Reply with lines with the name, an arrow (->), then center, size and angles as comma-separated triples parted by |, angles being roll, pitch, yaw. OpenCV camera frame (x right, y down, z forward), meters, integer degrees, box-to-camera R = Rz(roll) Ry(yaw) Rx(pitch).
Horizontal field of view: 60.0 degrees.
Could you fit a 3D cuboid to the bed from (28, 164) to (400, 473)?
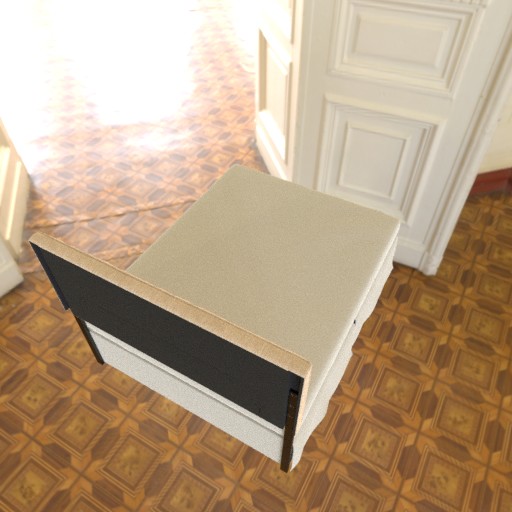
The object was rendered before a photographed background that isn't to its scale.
bed -> 0.000, 0.000, 3.060 | 1.643, 1.270, 1.978 | 22, 51, 20
